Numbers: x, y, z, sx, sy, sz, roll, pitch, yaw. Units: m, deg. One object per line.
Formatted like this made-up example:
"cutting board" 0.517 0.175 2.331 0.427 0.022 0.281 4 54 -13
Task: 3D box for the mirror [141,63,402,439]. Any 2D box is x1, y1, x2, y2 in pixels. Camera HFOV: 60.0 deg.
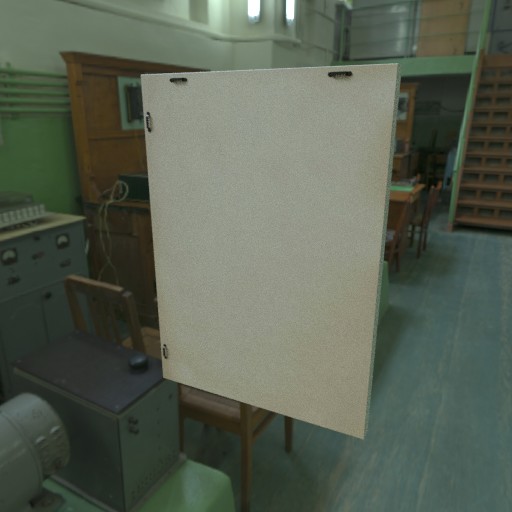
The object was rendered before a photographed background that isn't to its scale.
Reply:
"mirror" 0.000 0.000 0.917 0.507 0.710 0.040 9 20 25
